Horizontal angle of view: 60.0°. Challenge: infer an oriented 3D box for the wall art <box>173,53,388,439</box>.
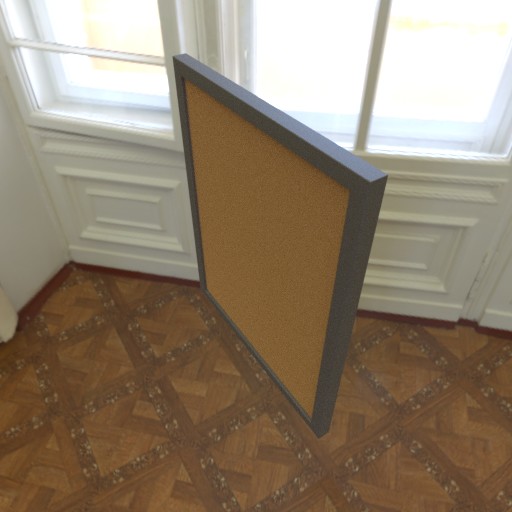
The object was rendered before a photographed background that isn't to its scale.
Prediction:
[{"bbox_3d":[0.000,0.000,0.781,0.029,0.558,0.458,-24,47,-24],"label":"wall art"}]
